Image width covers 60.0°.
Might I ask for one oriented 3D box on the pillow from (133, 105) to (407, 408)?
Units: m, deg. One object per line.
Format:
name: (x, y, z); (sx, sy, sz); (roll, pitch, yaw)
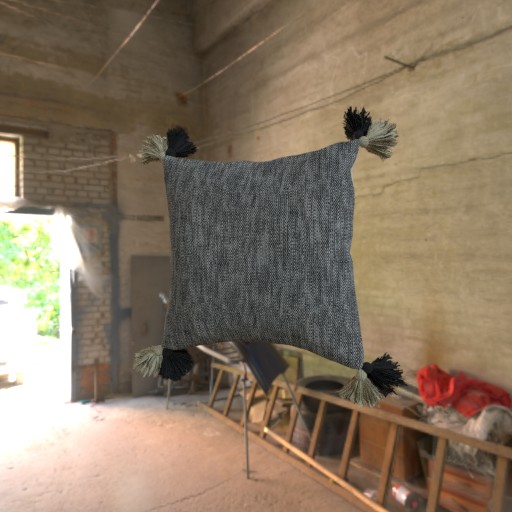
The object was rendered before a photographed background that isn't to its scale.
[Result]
pillow: (0.000, 0.000, 1.011); (0.654, 0.659, 0.170); (0, 0, 19)
